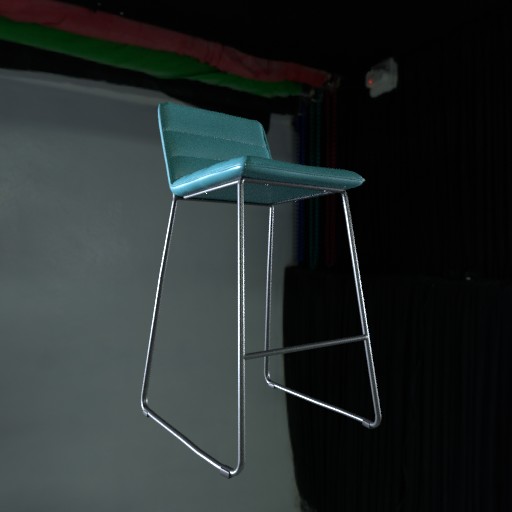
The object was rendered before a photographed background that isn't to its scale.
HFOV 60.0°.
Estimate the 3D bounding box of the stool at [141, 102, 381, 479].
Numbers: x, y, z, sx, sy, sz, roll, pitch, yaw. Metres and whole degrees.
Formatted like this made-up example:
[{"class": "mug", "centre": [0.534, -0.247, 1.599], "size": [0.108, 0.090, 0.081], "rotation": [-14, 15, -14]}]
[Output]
[{"class": "stool", "centre": [0.000, 0.000, 1.255], "size": [0.489, 0.936, 0.524], "rotation": [0, 1, -35]}]
